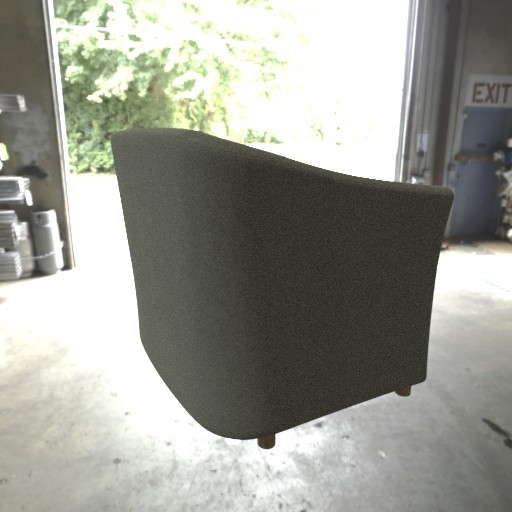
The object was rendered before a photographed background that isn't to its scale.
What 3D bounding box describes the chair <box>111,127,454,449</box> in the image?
[{"bbox_3d":[0.000,0.000,1.309,0.700,0.720,0.790,-8,17,-28],"label":"chair"}]
